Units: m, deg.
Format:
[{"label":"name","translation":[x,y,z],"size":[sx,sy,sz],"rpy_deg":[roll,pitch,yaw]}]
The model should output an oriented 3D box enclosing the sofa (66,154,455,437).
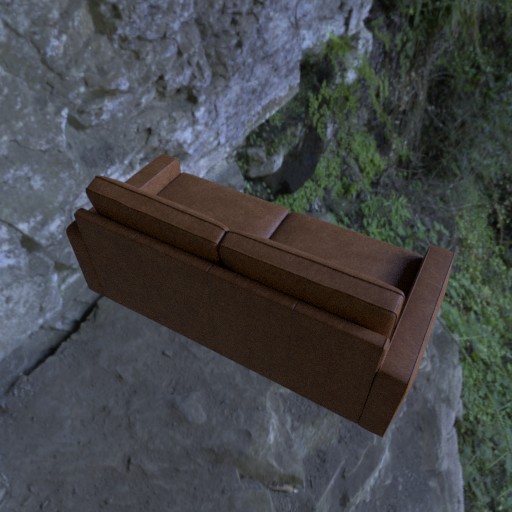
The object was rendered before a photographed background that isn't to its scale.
[{"label":"sofa","translation":[0.000,0.000,2.705],"size":[2.156,0.928,0.991],"rpy_deg":[22,49,20]}]
